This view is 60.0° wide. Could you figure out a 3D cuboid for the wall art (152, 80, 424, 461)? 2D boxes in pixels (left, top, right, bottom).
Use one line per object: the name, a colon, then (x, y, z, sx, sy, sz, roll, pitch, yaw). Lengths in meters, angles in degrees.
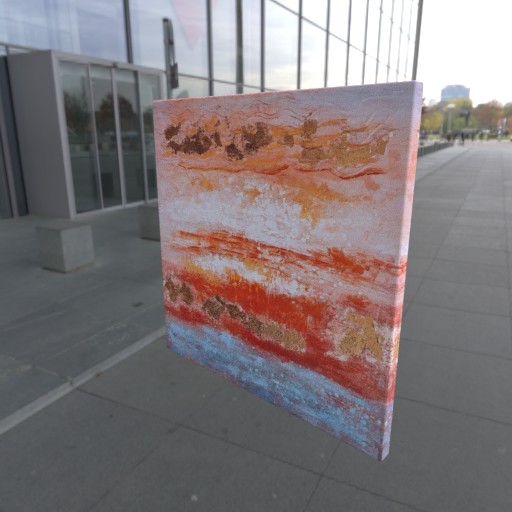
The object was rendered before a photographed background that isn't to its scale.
wall art: (0.000, 0.000, 1.081, 0.747, 0.747, 0.035, 14, 21, 41)
